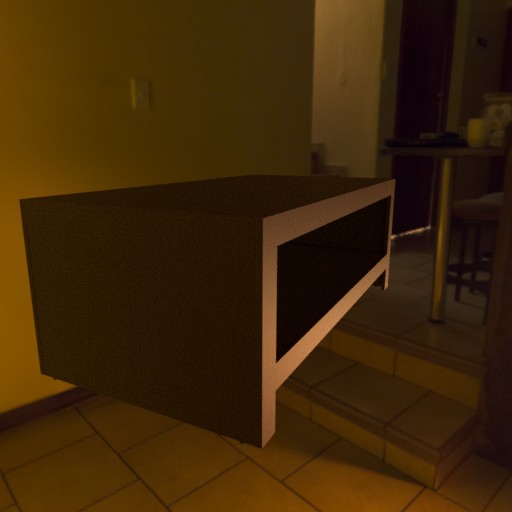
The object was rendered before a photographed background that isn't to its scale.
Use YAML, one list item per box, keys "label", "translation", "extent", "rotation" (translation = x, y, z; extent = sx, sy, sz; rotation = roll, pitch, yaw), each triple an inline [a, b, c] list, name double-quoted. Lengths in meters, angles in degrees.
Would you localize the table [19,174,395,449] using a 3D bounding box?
- label: "table"
  translation: [0.000, 0.000, 1.359]
  extent: [0.597, 0.424, 1.099]
  rotation: [7, 15, 27]
